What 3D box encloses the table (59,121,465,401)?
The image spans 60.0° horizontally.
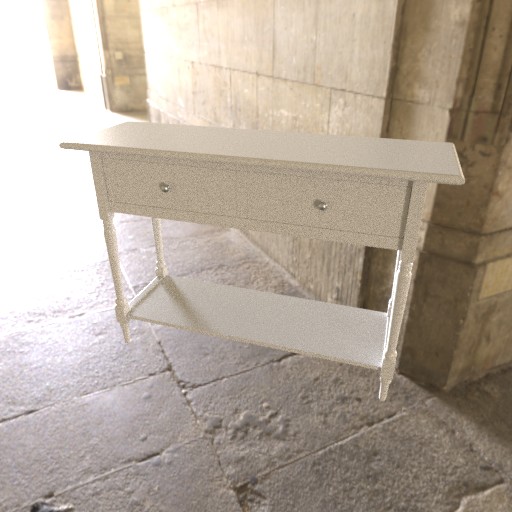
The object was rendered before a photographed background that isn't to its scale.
[{"bbox_3d":[0.000,0.000,1.589,1.197,0.808,0.384,9,28,16],"label":"table"}]
